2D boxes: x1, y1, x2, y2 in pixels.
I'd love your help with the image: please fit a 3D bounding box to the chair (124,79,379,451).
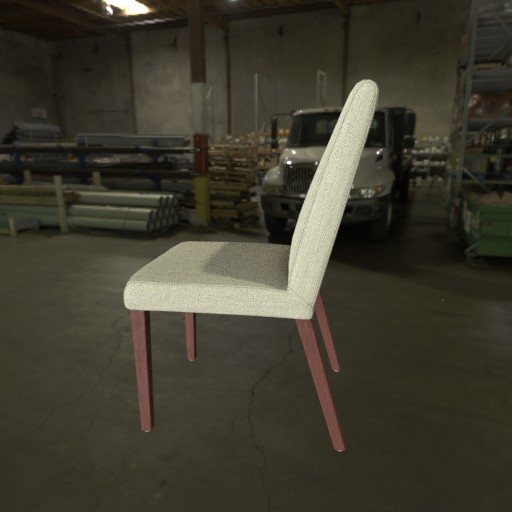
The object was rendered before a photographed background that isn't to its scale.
[{"bbox_3d":[0.000,0.000,1.262,0.594,0.900,0.480,2,14,8],"label":"chair"}]
